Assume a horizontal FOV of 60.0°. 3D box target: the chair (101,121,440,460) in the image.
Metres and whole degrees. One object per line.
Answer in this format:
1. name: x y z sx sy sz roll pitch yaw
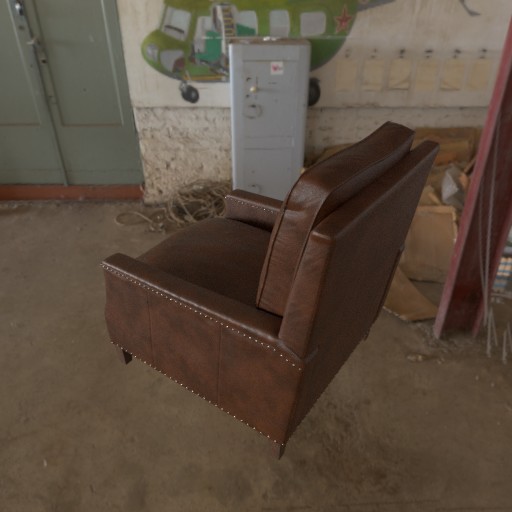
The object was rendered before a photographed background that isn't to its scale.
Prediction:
1. chair: 0.000 0.000 1.778 1.035 1.054 0.854 20 37 29
